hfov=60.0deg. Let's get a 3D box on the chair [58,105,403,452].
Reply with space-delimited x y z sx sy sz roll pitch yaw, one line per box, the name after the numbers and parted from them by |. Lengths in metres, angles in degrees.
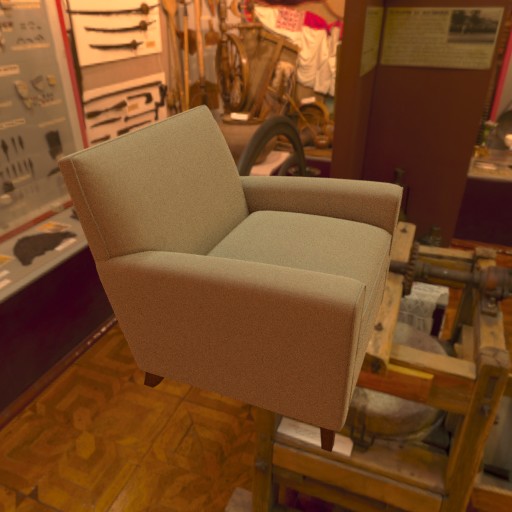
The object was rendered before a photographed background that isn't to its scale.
0.000 0.000 1.577 0.871 0.846 0.840 12 32 20 | chair
